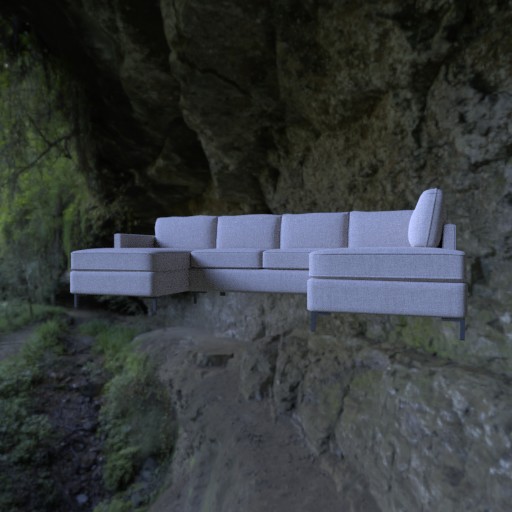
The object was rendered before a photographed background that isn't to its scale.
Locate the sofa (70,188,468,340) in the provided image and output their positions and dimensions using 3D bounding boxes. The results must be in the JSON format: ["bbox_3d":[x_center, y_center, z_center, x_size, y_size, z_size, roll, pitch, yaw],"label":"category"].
[{"bbox_3d":[0.000,0.000,4.186,3.423,0.996,2.021,0,1,19],"label":"sofa"}]
